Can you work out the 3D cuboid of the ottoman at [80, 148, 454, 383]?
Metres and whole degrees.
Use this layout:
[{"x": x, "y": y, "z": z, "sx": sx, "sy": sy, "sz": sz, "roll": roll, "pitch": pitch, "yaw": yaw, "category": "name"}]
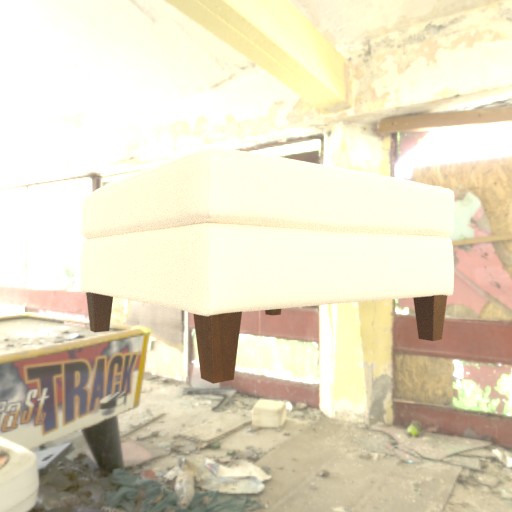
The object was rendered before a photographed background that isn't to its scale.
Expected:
[{"x": 0.000, "y": 0.000, "z": 1.353, "sx": 0.838, "sy": 0.479, "sz": 0.838, "roll": 0, "pitch": -1, "yaw": -37, "category": "ottoman"}]
